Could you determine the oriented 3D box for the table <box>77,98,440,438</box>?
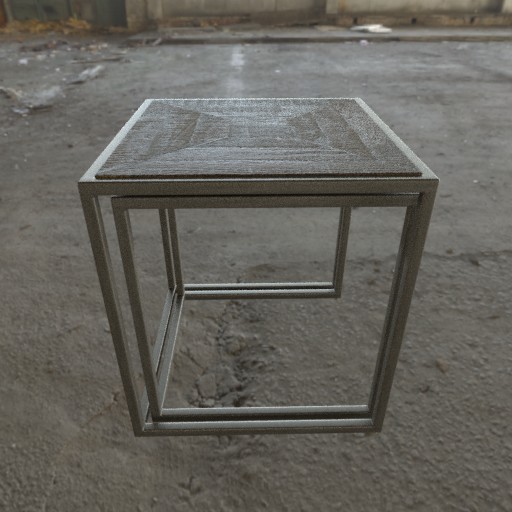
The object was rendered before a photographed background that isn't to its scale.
[{"bbox_3d":[0.000,0.000,0.866,0.449,0.500,0.450,-1,32,-1],"label":"table"}]
